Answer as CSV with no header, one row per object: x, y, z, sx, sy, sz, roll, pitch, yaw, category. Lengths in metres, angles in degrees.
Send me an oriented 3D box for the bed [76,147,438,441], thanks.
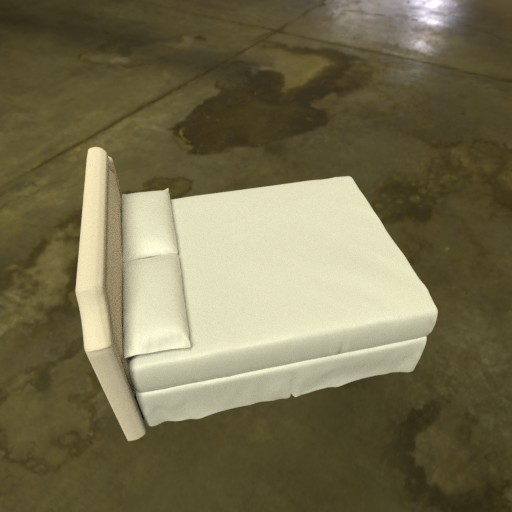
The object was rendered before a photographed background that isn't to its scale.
0.000,0.000,3.280,2.164,1.297,1.828,-9,45,-9,bed
